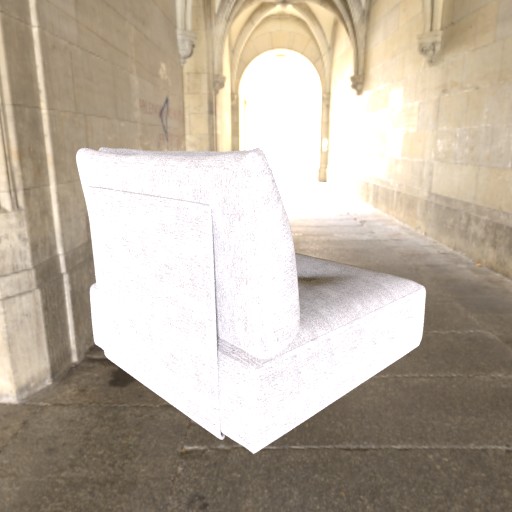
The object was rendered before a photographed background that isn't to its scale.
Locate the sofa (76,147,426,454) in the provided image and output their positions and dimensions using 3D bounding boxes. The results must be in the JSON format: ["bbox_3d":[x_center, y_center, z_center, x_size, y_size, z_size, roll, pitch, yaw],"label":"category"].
[{"bbox_3d":[0.000,0.000,1.724,1.000,0.820,1.000,-13,19,-43],"label":"sofa"}]
